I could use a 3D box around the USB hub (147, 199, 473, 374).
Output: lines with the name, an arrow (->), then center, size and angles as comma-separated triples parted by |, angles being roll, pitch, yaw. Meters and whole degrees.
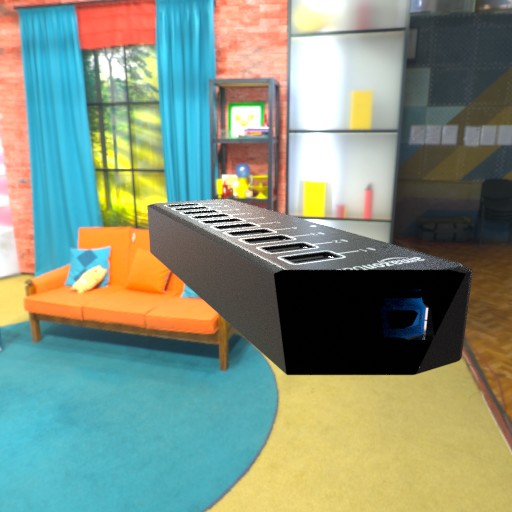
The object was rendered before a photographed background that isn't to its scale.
USB hub -> 0.000, 0.000, 0.158 | 0.044, 0.023, 0.145 | -7, 16, -26
